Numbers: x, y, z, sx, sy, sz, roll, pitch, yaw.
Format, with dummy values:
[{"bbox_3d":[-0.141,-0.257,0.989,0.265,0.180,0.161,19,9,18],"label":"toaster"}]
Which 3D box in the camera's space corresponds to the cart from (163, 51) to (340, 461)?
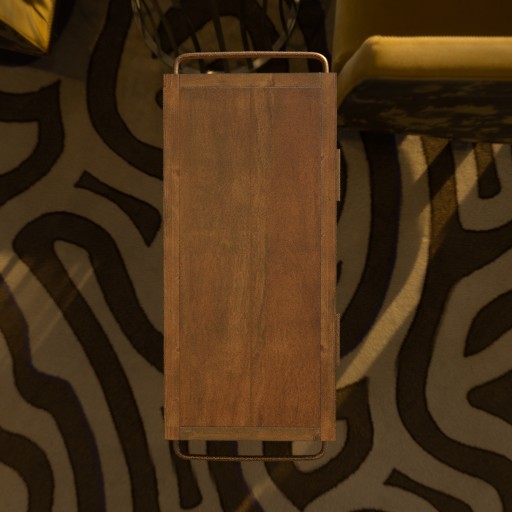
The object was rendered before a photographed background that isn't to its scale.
[{"bbox_3d":[0.000,0.000,1.515,0.445,0.830,1.065,0,91,1],"label":"cart"}]
